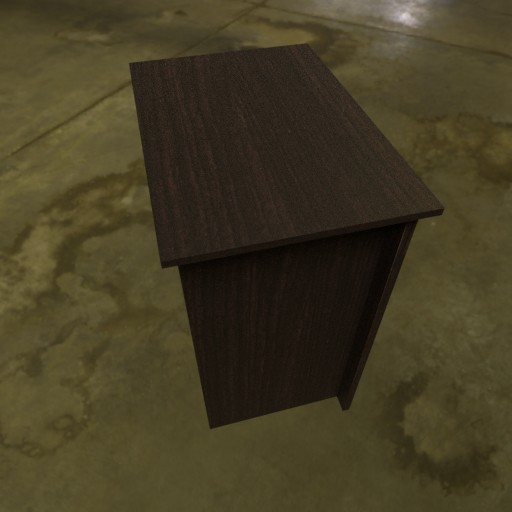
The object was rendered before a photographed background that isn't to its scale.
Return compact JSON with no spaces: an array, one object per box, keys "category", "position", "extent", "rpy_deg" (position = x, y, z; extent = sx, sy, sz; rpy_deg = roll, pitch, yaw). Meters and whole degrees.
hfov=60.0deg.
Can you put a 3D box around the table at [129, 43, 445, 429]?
[{"category":"table","position":[0.000,0.000,1.050],"extent":[0.406,0.711,0.591],"rpy_deg":[-11,48,-10]}]
